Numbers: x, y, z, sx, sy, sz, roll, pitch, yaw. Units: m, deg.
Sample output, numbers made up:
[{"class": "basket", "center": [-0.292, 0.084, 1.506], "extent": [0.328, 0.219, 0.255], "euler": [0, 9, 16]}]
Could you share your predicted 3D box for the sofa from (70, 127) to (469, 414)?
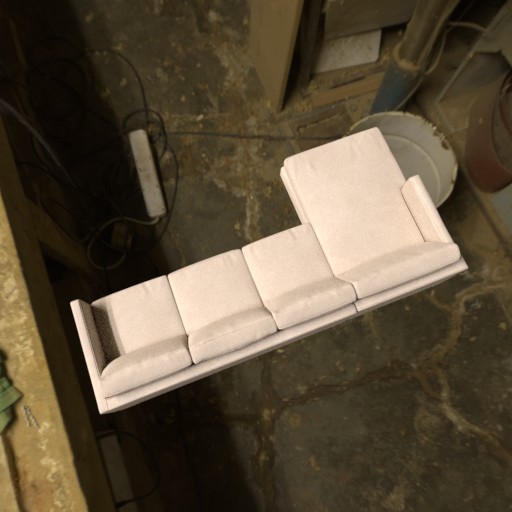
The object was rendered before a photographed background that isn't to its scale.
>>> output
[{"class": "sofa", "center": [0.000, 0.000, 3.965], "extent": [3.186, 0.846, 1.625], "euler": [-20, 75, -6]}]
